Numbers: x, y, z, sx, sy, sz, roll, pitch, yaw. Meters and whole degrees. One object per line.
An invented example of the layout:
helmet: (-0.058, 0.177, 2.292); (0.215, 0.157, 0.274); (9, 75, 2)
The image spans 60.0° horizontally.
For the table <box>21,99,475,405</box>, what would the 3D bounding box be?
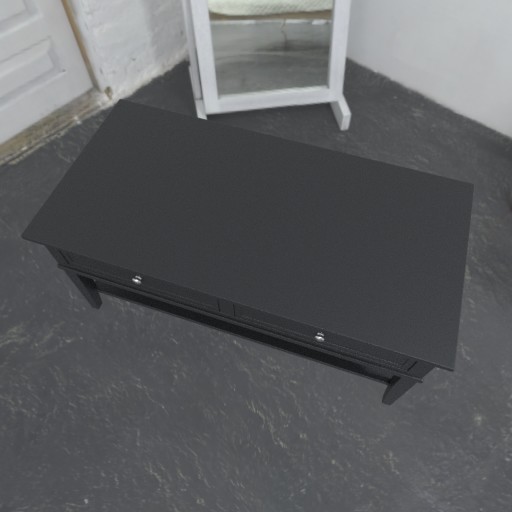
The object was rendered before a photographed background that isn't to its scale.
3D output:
table: (0.000, 0.000, 1.330); (1.044, 0.470, 0.523); (16, 61, 9)
